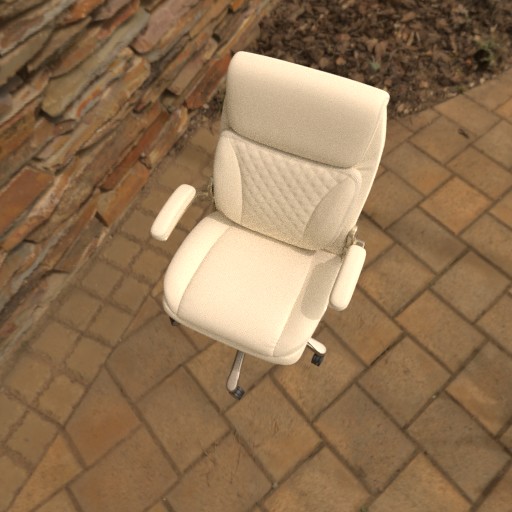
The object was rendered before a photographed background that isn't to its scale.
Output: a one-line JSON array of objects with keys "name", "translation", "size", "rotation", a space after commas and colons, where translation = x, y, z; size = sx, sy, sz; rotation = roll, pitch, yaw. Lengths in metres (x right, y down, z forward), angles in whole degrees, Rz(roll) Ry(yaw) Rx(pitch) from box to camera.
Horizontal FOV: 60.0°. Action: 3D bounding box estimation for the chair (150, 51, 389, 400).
[{"name": "chair", "translation": [0.000, 0.000, 1.634], "size": [0.740, 1.110, 0.794], "rotation": [18, 61, 10]}]
